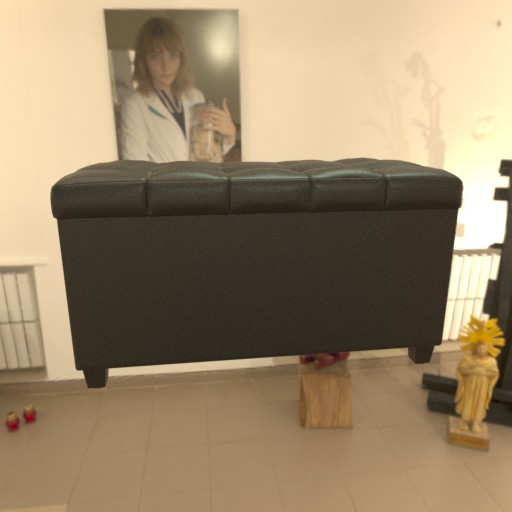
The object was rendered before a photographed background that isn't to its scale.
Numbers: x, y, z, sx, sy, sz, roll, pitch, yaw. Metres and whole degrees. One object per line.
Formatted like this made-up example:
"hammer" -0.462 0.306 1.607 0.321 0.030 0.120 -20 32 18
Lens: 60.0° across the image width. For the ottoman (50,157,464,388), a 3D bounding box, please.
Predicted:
"ottoman" 0.000 0.000 1.123 0.838 0.470 0.432 -2 16 -8
